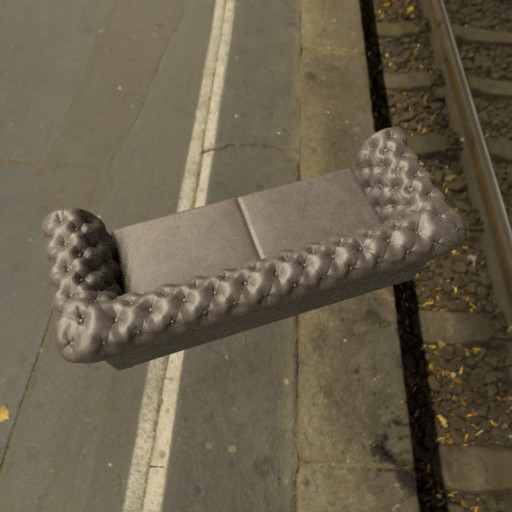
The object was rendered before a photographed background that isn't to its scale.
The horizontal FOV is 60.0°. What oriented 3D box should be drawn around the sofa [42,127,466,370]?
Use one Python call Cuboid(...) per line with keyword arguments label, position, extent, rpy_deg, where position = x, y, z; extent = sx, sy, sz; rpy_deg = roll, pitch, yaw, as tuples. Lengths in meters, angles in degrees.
Cuboid(label="sofa", position=(0.000, 0.000, 2.835), extent=(2.385, 0.783, 0.944), rpy_deg=(-16, 60, -9))
